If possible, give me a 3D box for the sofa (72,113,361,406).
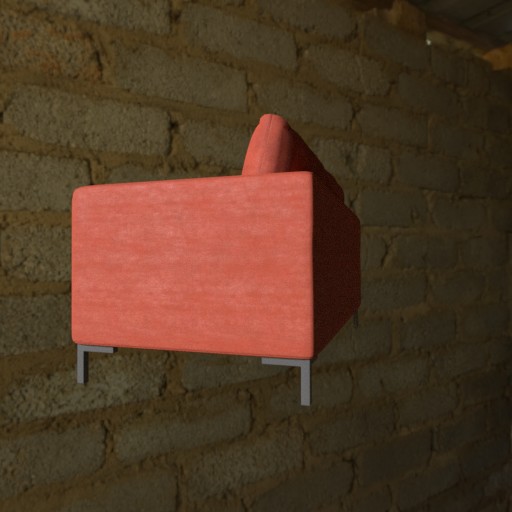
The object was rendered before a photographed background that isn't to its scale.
[{"bbox_3d":[0.000,0.000,2.112,0.864,0.896,1.574,0,0,18],"label":"sofa"}]
